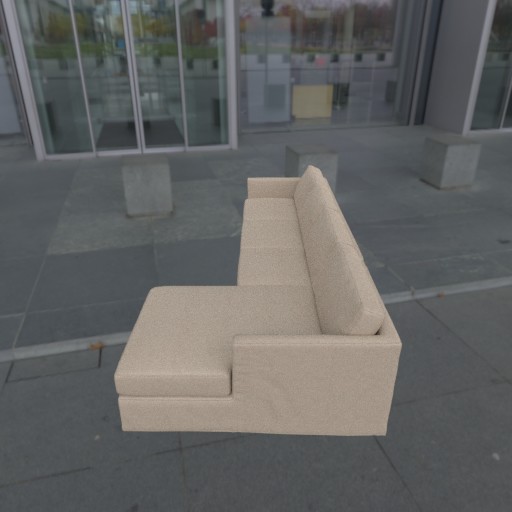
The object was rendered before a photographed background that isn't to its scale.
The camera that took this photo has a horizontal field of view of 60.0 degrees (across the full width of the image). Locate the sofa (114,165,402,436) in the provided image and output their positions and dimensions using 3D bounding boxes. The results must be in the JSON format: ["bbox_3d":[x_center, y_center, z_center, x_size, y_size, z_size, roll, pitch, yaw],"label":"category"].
[{"bbox_3d":[0.000,0.000,3.913,1.622,0.867,3.177,0,26,0],"label":"sofa"}]
